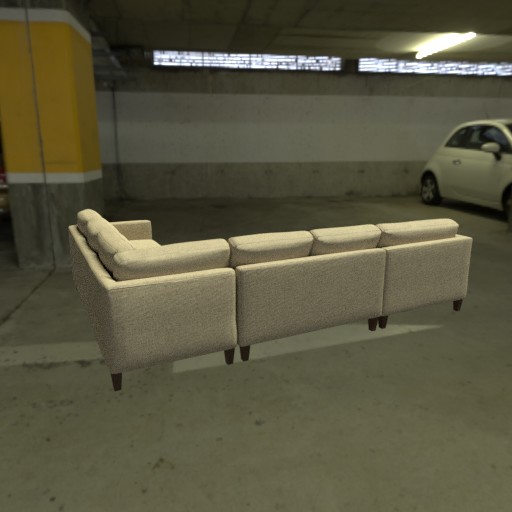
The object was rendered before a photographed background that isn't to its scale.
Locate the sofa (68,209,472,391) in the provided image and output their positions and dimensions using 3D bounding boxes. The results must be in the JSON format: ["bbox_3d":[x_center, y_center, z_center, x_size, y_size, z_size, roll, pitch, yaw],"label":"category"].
[{"bbox_3d":[0.000,0.000,4.677,3.460,0.959,2.593,-7,15,-26],"label":"sofa"}]
